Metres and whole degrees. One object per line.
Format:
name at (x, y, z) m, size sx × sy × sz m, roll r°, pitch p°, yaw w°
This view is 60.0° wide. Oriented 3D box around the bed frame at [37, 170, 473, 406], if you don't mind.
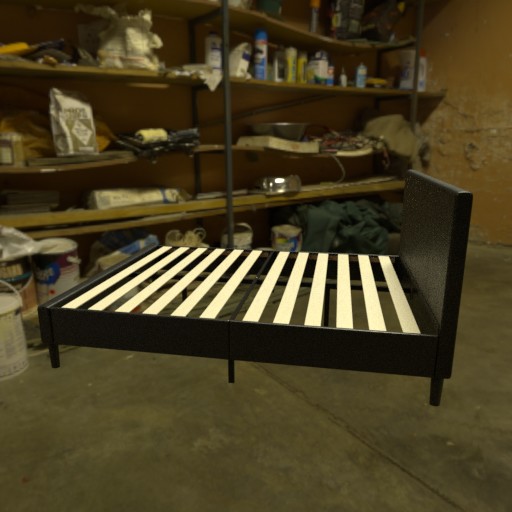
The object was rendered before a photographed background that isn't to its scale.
bed frame at (0.000, 0.000, 3.134) m, size 2.318 × 1.127 × 1.634 m, roll 3°, pitch 15°, yaw 10°
